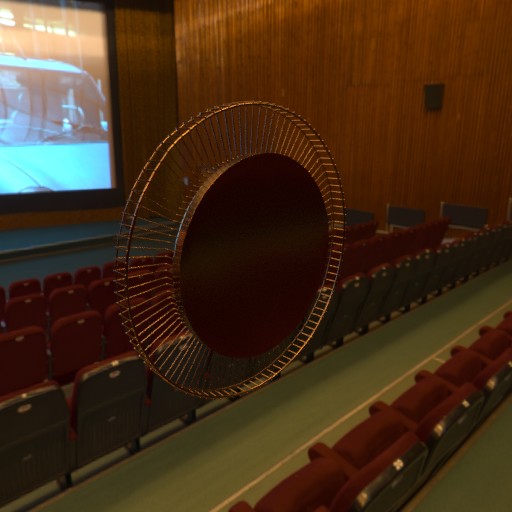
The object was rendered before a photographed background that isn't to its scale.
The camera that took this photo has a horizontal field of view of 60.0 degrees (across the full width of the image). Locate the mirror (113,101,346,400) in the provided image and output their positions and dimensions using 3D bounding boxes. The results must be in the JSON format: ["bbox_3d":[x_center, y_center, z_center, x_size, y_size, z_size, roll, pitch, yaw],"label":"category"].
[{"bbox_3d":[0.000,0.000,1.067,0.703,0.703,0.067,-15,21,-42],"label":"mirror"}]
